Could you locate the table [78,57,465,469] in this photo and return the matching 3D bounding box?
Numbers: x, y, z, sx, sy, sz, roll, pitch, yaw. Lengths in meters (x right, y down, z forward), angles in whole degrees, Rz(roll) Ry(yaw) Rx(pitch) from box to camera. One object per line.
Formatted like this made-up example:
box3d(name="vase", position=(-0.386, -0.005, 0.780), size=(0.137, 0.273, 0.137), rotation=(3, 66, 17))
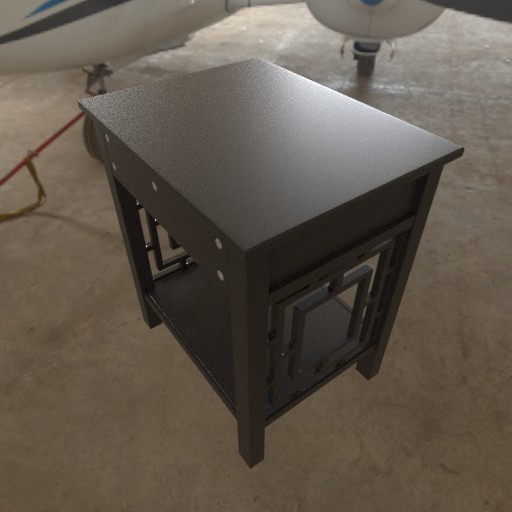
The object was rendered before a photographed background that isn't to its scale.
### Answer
box3d(name="table", position=(0.000, 0.000, 1.007), size=(0.451, 0.646, 0.564), rotation=(-26, 48, -26))
